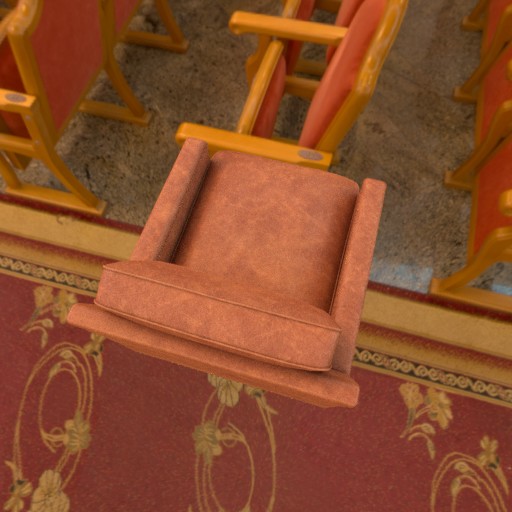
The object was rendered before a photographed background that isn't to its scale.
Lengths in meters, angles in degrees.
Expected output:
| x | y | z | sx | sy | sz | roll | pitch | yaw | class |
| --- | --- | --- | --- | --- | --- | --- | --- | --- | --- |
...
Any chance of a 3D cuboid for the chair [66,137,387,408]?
| x | y | z | sx | sy | sz | roll | pitch | yaw | class |
| --- | --- | --- | --- | --- | --- | --- | --- | --- | --- |
| 0.000 | 0.000 | 1.717 | 0.853 | 0.943 | 1.014 | 15 | 65 | 7 | chair |
